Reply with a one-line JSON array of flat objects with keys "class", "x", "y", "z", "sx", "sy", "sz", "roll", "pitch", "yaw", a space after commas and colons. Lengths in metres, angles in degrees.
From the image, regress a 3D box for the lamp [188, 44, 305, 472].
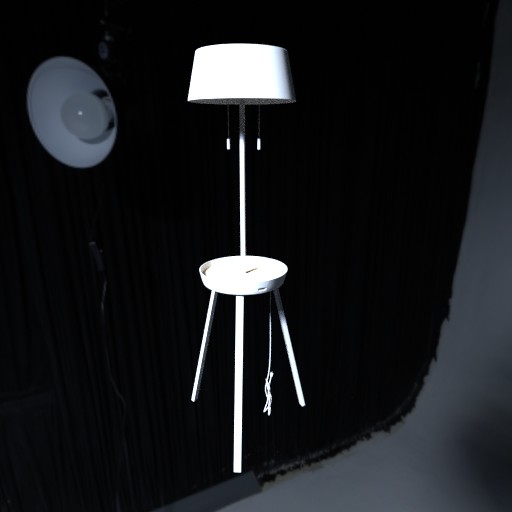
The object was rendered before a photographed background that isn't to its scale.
[{"class": "lamp", "x": 0.000, "y": 0.000, "z": 1.677, "sx": 0.468, "sy": 1.429, "sz": 0.508, "roll": -8, "pitch": 18, "yaw": -25}]
